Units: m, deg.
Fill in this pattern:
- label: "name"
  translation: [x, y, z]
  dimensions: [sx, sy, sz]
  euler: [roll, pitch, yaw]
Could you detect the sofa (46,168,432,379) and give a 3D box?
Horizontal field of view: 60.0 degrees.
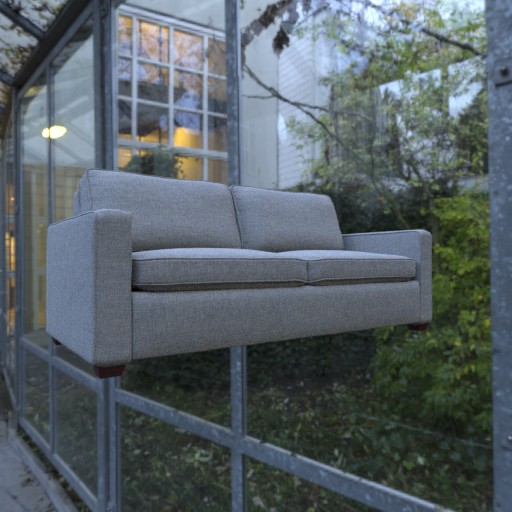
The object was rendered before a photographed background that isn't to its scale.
- label: "sofa"
  translation: [0.000, 0.000, 2.538]
  dimensions: [2.078, 0.918, 0.945]
  euler: [0, -1, -35]
